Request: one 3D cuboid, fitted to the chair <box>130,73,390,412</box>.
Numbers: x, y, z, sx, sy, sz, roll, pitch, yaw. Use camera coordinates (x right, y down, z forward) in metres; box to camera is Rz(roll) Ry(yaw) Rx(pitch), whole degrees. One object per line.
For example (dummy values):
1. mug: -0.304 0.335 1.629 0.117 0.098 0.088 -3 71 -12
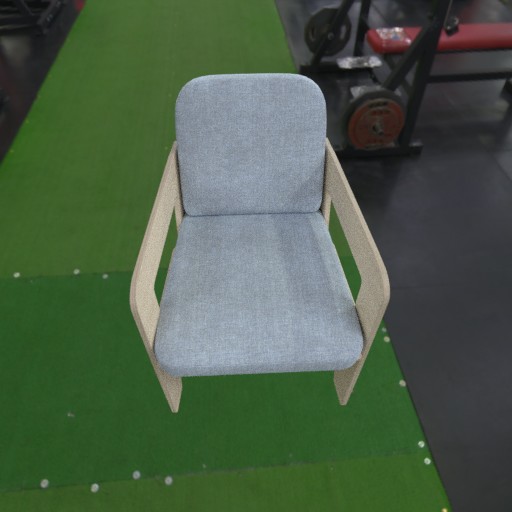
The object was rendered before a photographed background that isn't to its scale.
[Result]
1. chair: 0.000 0.000 1.307 0.590 0.800 0.710 -2 47 -2
